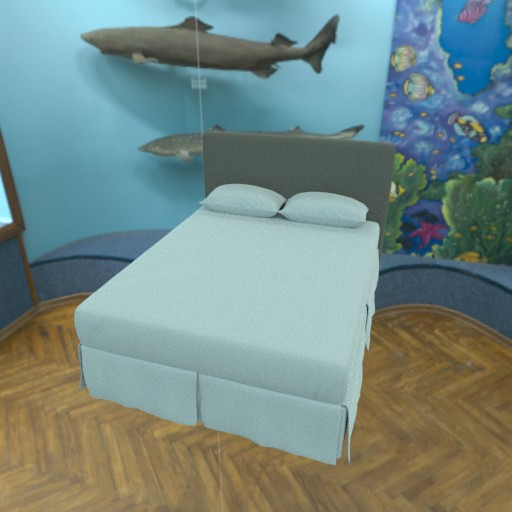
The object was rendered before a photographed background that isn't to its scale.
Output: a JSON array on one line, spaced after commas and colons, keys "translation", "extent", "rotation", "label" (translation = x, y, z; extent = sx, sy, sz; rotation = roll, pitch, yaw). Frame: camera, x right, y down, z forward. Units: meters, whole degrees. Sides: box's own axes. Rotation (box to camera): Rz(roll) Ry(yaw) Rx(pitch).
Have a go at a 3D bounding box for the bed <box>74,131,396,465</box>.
[{"translation": [0.000, 0.000, 3.222], "extent": [1.748, 1.330, 2.142], "rotation": [8, 28, 16], "label": "bed"}]
